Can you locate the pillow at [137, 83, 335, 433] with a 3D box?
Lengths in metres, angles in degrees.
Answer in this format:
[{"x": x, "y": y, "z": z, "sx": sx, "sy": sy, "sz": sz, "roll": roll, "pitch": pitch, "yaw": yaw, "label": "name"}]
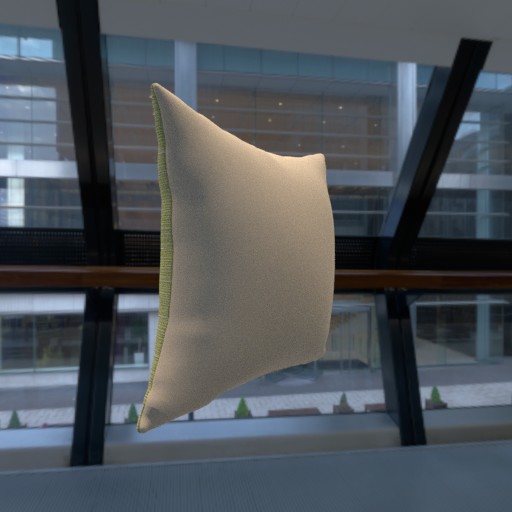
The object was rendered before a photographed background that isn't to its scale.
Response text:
[{"x": 0.000, "y": 0.000, "z": 0.829, "sx": 0.229, "sy": 0.487, "sz": 0.560, "roll": 0, "pitch": 0, "yaw": 34, "label": "pillow"}]
